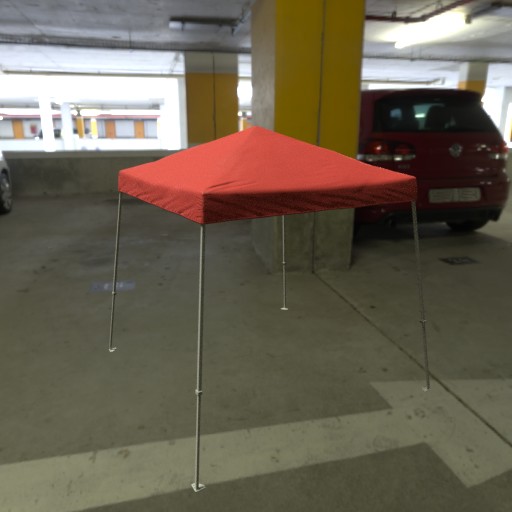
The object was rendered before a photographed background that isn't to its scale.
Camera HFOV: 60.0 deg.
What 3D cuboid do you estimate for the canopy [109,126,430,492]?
[{"bbox_3d":[0.000,0.000,5.053,2.849,2.849,2.848,-9,18,-30],"label":"canopy"}]
